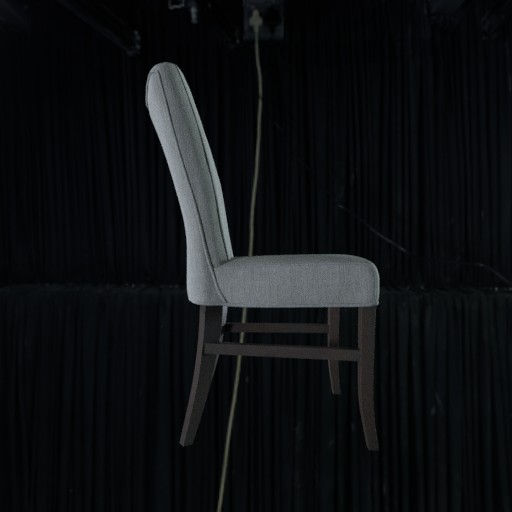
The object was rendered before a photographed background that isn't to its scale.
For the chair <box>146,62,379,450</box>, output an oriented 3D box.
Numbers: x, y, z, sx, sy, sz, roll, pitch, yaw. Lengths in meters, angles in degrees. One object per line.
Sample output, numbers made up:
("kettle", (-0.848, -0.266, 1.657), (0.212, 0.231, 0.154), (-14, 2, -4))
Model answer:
("chair", (0.000, 0.000, 1.369), (0.660, 0.991, 0.520), (0, 0, -1))
